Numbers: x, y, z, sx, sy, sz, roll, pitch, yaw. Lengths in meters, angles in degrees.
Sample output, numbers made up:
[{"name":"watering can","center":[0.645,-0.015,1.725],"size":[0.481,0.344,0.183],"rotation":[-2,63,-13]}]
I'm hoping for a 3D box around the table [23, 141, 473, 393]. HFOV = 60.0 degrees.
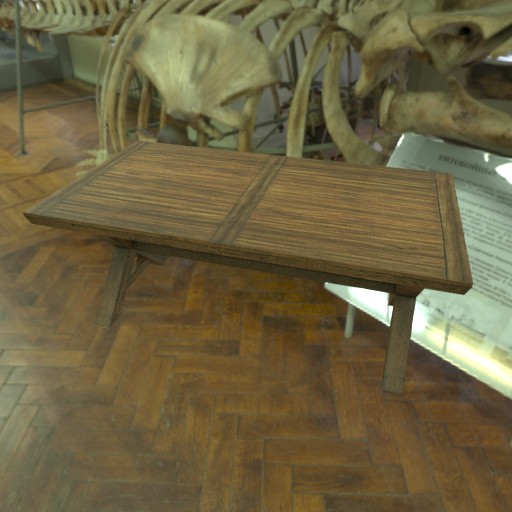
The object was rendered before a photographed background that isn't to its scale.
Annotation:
[{"name":"table","center":[0.000,0.000,2.491],"size":[1.966,0.793,1.071],"rotation":[9,34,14]}]
